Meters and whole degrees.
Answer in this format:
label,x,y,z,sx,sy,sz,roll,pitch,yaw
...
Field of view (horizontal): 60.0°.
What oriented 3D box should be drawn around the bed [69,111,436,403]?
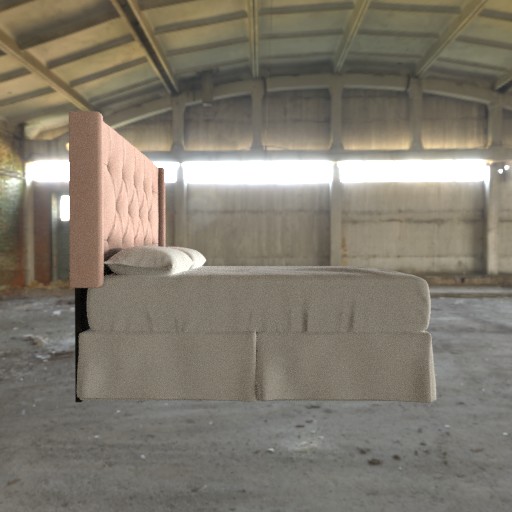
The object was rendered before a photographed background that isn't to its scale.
label,x,y,z,sx,sy,sz,roll,pitch,yaw
bed,0.000,0.000,3.281,2.066,1.665,1.719,0,1,0
